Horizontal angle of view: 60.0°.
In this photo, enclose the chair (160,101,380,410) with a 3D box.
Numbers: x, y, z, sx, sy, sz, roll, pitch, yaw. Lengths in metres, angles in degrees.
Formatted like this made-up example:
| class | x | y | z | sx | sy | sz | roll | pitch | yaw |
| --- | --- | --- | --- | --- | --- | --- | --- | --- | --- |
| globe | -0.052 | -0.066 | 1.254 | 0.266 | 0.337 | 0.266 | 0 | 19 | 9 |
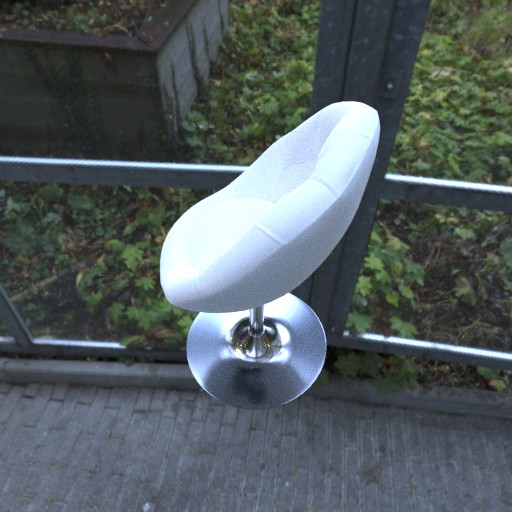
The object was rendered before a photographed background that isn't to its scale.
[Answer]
| class | x | y | z | sx | sy | sz | roll | pitch | yaw |
| --- | --- | --- | --- | --- | --- | --- | --- | --- | --- |
| chair | 0.000 | 0.000 | 1.774 | 0.736 | 1.261 | 0.940 | 16 | 49 | 15 |
